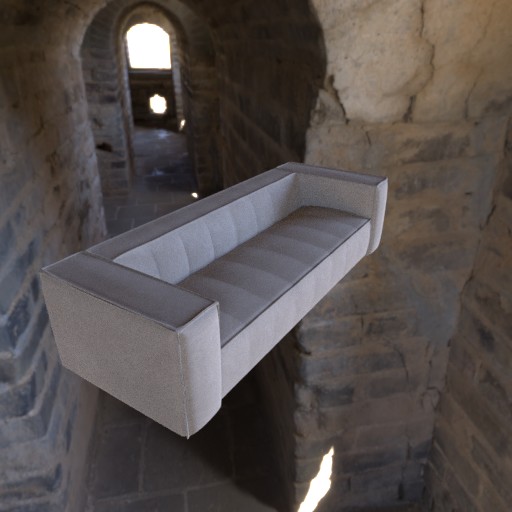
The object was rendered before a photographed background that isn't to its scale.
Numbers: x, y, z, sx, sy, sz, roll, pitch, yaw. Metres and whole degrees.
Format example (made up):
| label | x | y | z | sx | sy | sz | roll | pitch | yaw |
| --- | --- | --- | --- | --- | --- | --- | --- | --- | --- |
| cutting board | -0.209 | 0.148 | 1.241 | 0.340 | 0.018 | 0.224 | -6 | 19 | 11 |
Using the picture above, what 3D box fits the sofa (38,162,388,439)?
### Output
| label | x | y | z | sx | sy | sz | roll | pitch | yaw |
| --- | --- | --- | --- | --- | --- | --- | --- | --- | --- |
| sofa | 0.000 | 0.000 | 3.180 | 1.038 | 0.680 | 2.697 | 16 | 31 | 30 |
